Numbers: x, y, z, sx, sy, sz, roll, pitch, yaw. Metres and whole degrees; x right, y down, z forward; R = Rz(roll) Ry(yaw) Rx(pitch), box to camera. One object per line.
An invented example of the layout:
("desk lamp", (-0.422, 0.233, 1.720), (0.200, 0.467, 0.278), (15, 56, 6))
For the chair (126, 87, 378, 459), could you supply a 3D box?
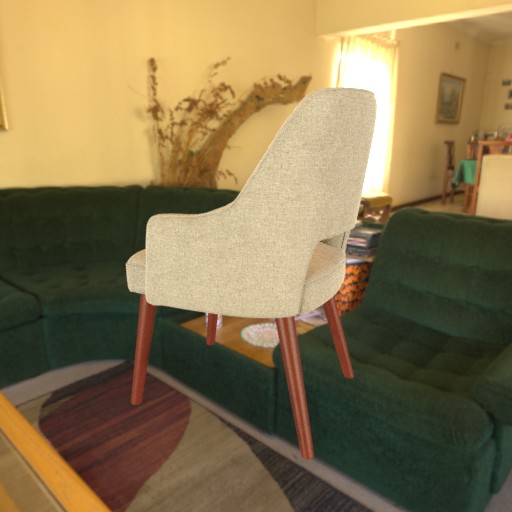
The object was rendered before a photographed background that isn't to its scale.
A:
("chair", (0.000, 0.000, 1.241), (0.605, 0.849, 0.548), (7, 17, 25))
